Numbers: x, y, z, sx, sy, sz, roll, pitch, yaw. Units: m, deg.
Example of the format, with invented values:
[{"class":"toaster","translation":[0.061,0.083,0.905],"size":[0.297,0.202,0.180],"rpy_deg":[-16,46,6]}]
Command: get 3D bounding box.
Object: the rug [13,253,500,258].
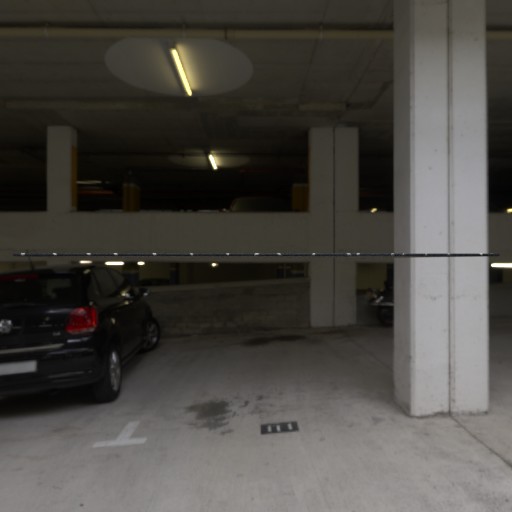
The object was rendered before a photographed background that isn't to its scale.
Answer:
[{"class":"rug","translation":[0.000,0.000,2.259],"size":[1.830,0.013,1.223],"rpy_deg":[0,0,-1]}]
